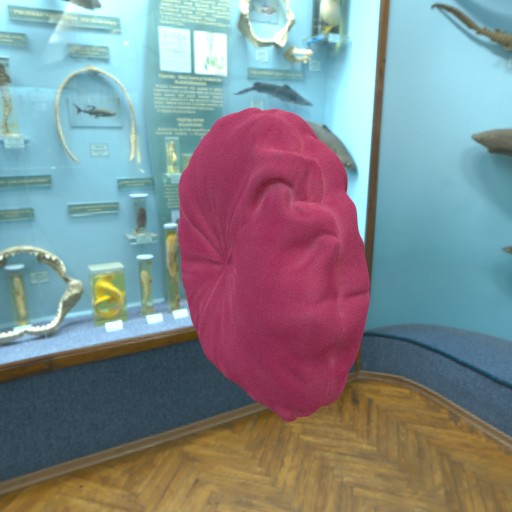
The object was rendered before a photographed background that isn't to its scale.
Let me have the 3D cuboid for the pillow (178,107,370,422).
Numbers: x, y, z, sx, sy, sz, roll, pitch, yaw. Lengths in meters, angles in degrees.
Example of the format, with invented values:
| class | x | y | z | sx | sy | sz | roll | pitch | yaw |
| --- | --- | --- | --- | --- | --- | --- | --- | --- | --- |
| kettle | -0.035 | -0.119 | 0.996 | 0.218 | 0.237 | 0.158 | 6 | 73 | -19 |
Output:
| class | x | y | z | sx | sy | sz | roll | pitch | yaw |
| --- | --- | --- | --- | --- | --- | --- | --- | --- | --- |
| pillow | 0.000 | 0.000 | 0.642 | 0.148 | 0.407 | 0.428 | -8 | 17 | -26 |
